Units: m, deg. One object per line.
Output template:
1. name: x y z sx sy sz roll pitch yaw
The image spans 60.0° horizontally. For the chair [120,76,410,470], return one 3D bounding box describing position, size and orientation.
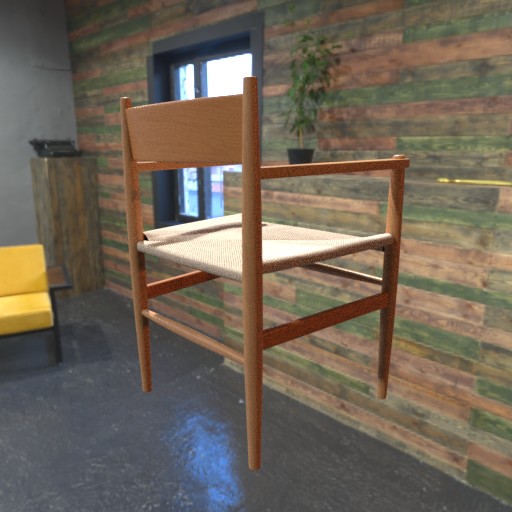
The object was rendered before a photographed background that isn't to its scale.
1. chair: 0.000 0.000 1.127 0.495 0.762 0.556 -13 18 -43
